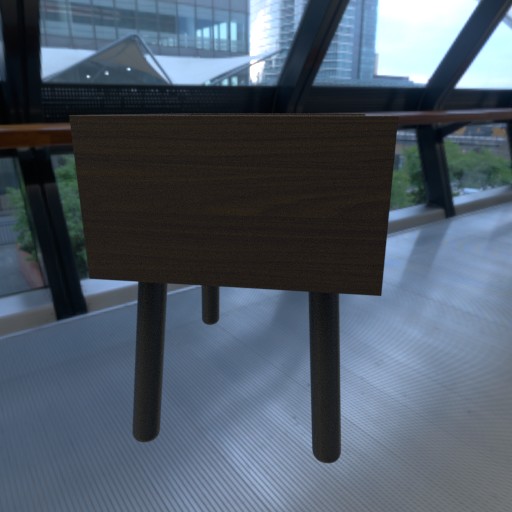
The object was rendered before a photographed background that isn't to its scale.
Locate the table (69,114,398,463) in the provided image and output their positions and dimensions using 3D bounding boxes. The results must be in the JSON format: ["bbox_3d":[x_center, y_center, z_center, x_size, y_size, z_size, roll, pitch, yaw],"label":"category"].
[{"bbox_3d":[0.000,0.000,0.772,0.370,0.470,0.450,3,18,8],"label":"table"}]
